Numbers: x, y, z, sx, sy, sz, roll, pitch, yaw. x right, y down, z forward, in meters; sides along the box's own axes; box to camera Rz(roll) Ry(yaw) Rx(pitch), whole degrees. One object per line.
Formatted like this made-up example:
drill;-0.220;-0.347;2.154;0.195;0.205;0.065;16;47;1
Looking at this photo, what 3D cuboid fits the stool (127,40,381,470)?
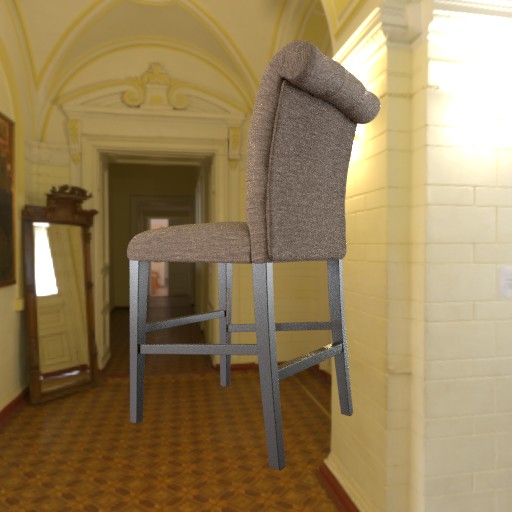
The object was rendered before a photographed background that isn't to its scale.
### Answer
stool;0.000;0.000;1.296;0.611;0.970;0.457;1;1;35
